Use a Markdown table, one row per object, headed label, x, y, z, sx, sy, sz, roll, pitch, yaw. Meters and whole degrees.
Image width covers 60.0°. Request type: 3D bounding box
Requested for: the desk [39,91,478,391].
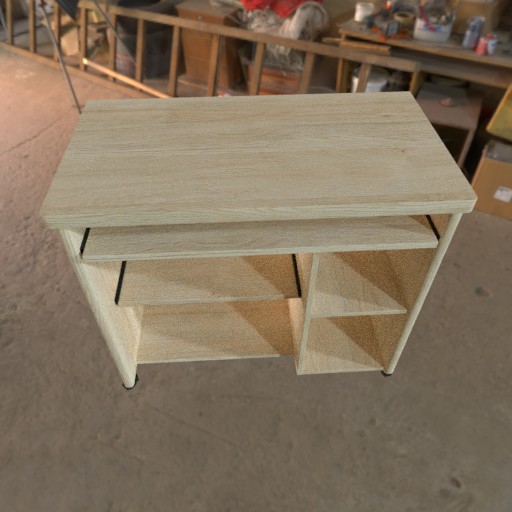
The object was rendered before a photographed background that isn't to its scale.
| label | x | y | z | sx | sy | sz | roll | pitch | yaw |
| --- | --- | --- | --- | --- | --- | --- | --- | --- | --- |
| desk | 0.000 | 0.000 | 1.326 | 0.885 | 0.770 | 0.480 | -2 | 46 | -2 |
